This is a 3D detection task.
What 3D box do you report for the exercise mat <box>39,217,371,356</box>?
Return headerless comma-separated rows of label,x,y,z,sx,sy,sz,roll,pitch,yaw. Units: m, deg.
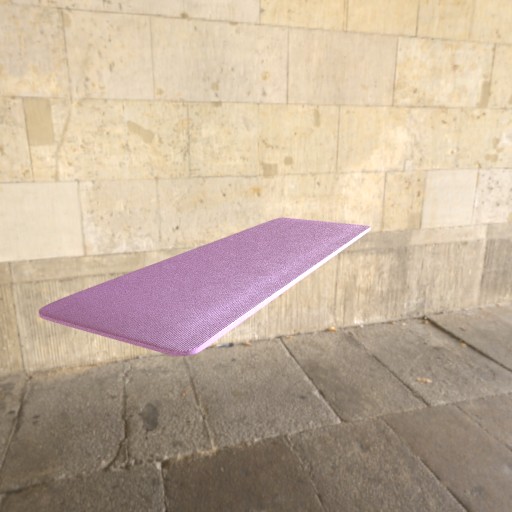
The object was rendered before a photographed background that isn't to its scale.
exercise mat,0.000,0.000,2.059,0.616,0.021,1.869,8,18,27
